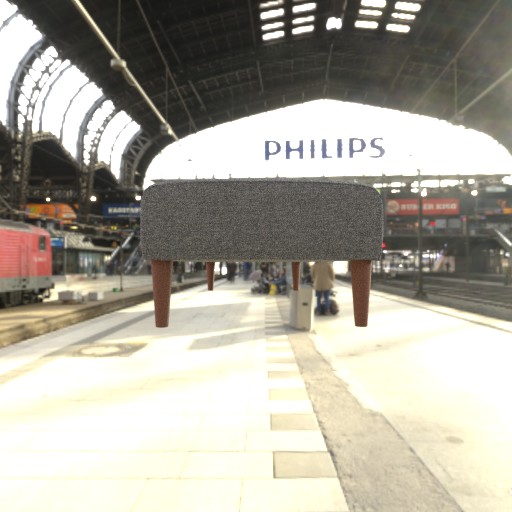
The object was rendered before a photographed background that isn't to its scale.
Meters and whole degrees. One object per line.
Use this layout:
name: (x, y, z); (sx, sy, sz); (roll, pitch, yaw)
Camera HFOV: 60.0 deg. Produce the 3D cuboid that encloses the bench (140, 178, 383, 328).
bench: (0.000, 0.000, 1.878); (0.631, 0.384, 1.598); (0, -1, -1)
